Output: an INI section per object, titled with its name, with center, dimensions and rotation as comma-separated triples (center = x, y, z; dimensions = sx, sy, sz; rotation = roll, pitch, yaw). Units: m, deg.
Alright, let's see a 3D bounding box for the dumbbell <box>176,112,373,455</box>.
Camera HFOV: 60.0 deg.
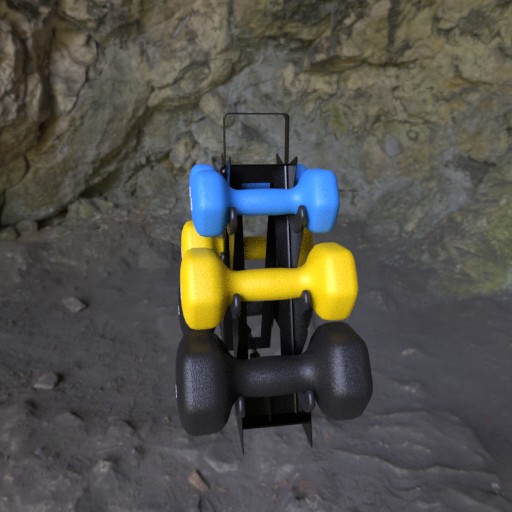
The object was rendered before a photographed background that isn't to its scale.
[dumbbell]
center = 0.000, 0.000, 0.695
dimensions = 0.255, 0.426, 0.409
rotation = -2, 15, -9
